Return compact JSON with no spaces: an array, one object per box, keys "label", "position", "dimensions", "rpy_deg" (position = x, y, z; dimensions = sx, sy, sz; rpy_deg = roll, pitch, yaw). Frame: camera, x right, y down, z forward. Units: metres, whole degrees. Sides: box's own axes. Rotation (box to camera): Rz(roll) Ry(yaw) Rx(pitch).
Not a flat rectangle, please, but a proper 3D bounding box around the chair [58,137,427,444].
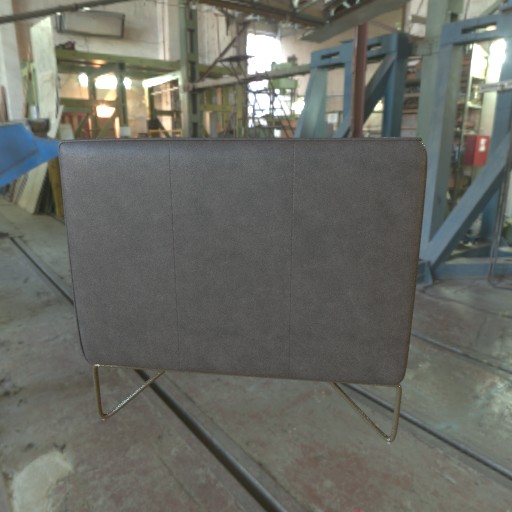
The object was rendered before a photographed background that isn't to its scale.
[{"label":"chair","position":[0.000,0.000,1.520],"dimensions":[0.894,0.790,0.880],"rpy_deg":[2,15,8]}]
